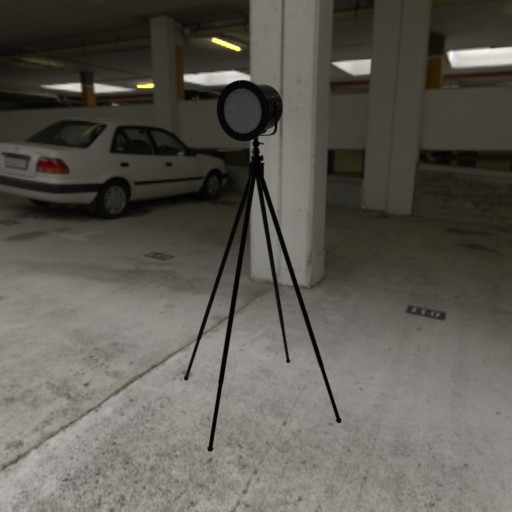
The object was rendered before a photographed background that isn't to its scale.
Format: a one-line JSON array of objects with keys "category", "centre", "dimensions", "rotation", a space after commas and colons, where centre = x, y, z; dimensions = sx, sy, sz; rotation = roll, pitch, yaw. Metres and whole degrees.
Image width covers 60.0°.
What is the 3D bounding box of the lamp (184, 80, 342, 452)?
[{"category": "lamp", "centre": [0.000, 0.000, 2.052], "dimensions": [0.879, 1.504, 0.884], "rotation": [7, 16, 25]}]
